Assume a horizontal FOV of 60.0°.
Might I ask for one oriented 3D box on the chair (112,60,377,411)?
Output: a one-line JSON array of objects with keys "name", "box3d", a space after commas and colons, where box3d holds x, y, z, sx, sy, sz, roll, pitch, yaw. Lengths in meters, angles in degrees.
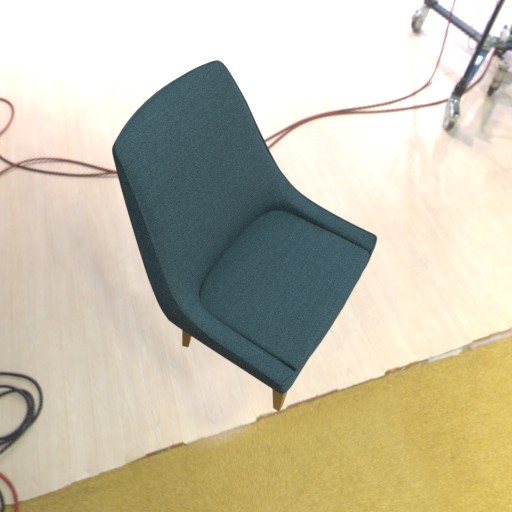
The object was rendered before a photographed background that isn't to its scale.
[{"name": "chair", "box3d": [0.000, 0.000, 1.238, 0.544, 0.861, 0.529, 29, 62, 18]}]
